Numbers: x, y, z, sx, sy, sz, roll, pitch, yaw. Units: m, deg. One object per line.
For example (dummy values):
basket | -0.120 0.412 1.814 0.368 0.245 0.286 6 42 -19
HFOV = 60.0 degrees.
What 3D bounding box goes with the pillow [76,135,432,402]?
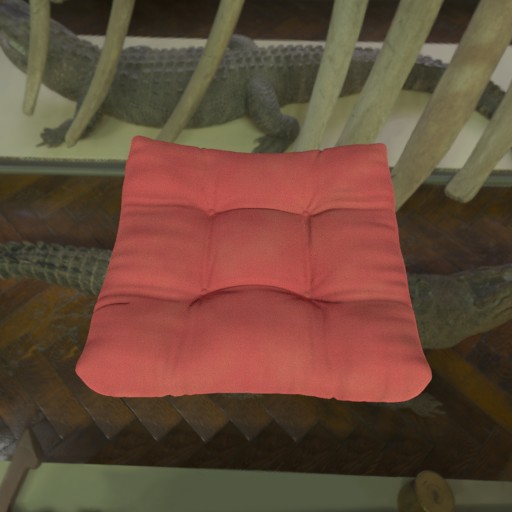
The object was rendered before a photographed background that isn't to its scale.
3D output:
pillow | 0.000 0.000 0.744 0.490 0.128 0.468 1 59 1
